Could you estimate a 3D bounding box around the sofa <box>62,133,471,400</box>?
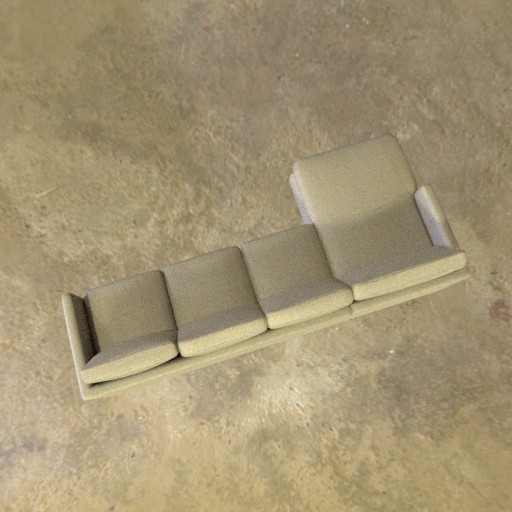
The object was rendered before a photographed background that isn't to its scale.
[{"bbox_3d":[0.000,0.000,3.823,3.201,0.876,1.502,-17,76,-4],"label":"sofa"}]
